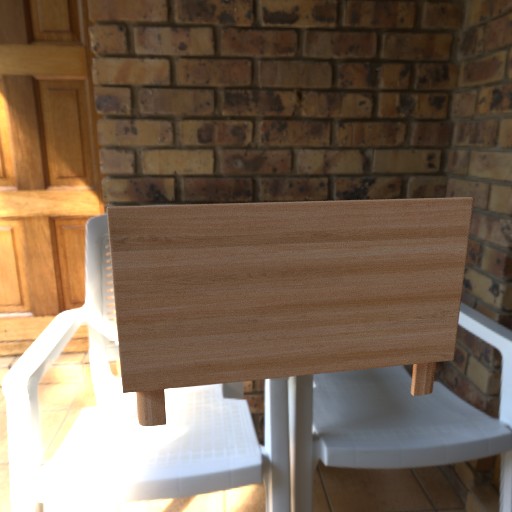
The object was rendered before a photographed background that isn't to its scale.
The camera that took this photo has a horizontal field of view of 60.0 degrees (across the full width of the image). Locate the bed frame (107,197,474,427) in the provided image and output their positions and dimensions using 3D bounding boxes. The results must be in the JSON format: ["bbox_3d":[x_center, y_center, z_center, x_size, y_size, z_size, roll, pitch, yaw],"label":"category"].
[{"bbox_3d":[0.000,0.000,2.781,1.472,0.940,1.992,-3,15,-11],"label":"bed frame"}]
